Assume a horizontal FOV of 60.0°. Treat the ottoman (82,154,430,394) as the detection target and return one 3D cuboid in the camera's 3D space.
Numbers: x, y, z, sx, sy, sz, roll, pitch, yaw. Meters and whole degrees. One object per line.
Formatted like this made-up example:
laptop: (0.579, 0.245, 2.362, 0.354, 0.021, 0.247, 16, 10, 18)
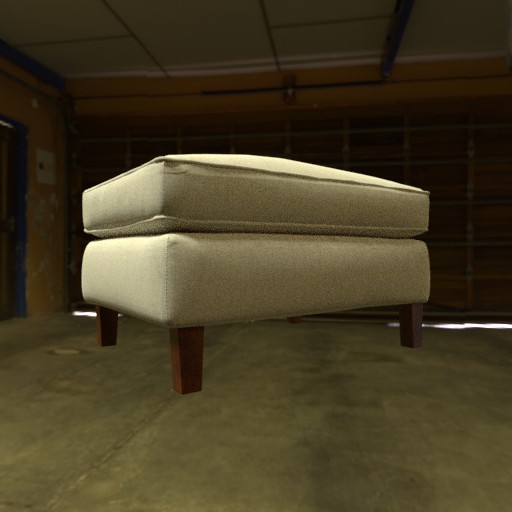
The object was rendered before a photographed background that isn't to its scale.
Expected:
ottoman: (0.000, 0.000, 0.997, 0.665, 0.406, 0.501, 0, 0, -35)
